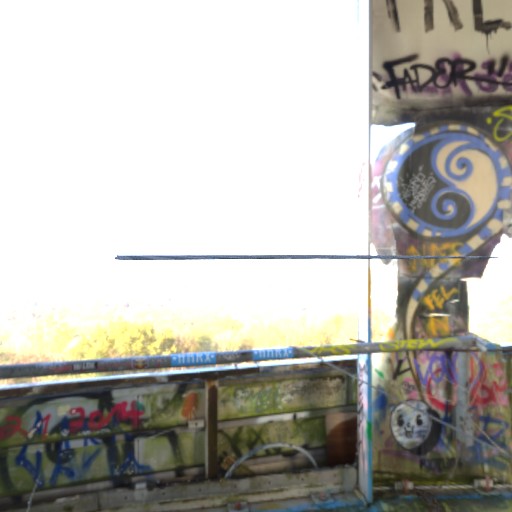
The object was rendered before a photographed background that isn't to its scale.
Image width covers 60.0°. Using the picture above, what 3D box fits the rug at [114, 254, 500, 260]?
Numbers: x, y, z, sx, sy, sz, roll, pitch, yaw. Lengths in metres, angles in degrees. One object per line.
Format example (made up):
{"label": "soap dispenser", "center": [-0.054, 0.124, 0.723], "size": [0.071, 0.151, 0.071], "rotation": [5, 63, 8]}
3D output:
{"label": "rug", "center": [0.000, 0.000, 4.005], "size": [2.432, 0.013, 3.021], "rotation": [0, 1, -17]}
